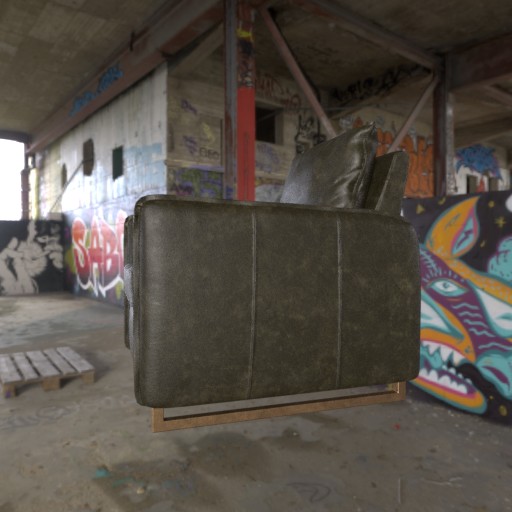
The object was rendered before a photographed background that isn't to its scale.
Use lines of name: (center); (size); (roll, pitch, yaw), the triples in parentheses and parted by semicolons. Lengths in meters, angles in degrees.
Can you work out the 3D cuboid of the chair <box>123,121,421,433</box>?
chair: (0.000, 0.000, 1.628); (0.921, 0.921, 0.830); (0, 1, -19)
